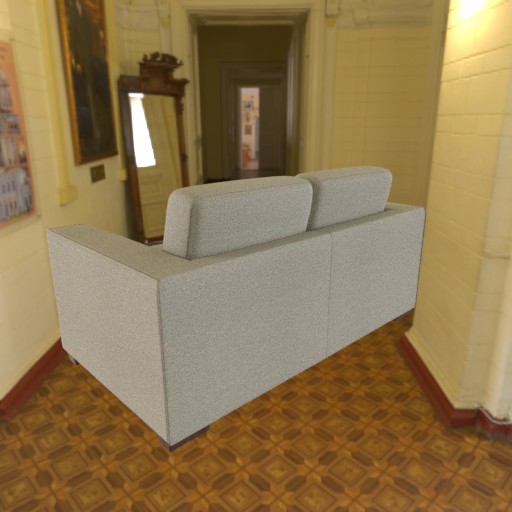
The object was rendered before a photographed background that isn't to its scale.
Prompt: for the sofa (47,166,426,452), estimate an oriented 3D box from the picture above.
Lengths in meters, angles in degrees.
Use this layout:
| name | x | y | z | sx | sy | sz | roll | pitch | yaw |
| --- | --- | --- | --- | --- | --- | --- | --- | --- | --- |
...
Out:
| name | x | y | z | sx | sy | sz | roll | pitch | yaw |
| --- | --- | --- | --- | --- | --- | --- | --- | --- | --- |
| sofa | 0.000 | 0.000 | 2.398 | 1.812 | 0.924 | 1.007 | -16 | 23 | -41 |
